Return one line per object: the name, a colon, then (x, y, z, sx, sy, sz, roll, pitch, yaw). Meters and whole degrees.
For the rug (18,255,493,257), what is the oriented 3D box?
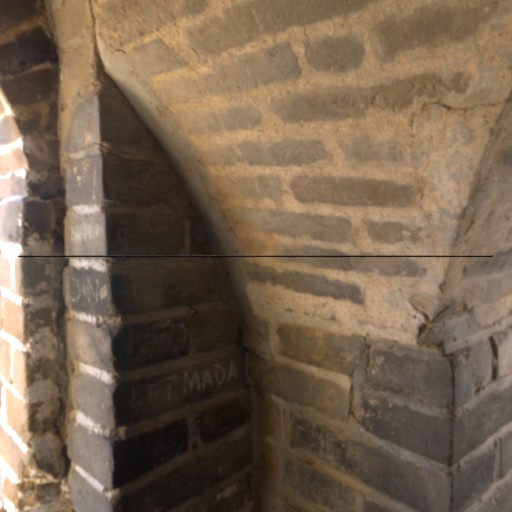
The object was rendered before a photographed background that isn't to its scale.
rug: (0.000, 0.000, 3.731, 2.940, 0.011, 2.053, 0, 0, 1)
